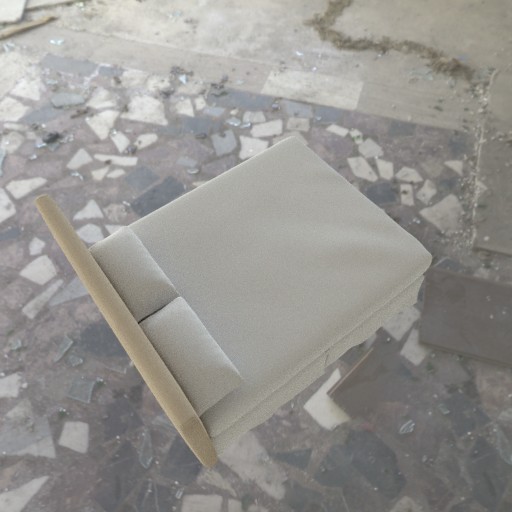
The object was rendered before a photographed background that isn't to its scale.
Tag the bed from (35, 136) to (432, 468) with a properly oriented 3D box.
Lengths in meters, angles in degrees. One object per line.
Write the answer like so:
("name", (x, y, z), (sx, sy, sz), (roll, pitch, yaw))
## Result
("bed", (0.000, 0.000, 3.160), (2.142, 1.330, 1.723), (-33, 63, -19))
